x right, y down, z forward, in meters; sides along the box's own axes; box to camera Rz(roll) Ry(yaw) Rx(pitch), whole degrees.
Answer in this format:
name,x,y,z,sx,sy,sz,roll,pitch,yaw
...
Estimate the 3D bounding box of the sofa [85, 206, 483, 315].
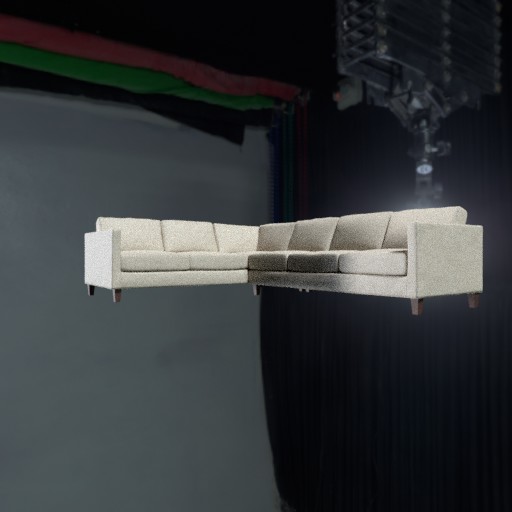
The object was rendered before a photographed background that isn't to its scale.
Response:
name,x,y,z,sx,sy,sz,roll,pitch,yaw
sofa,0.000,0.000,4.296,2.432,0.863,3.182,0,0,-35
